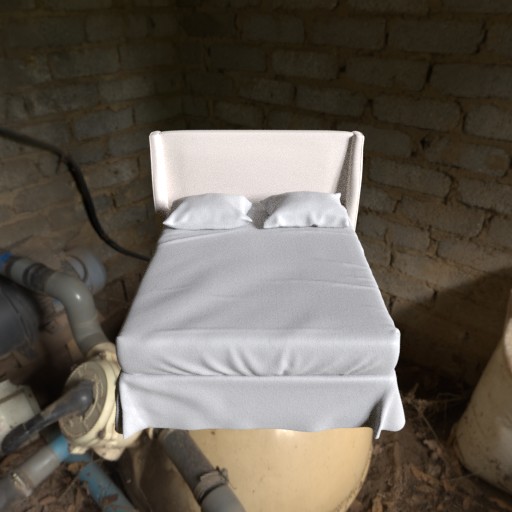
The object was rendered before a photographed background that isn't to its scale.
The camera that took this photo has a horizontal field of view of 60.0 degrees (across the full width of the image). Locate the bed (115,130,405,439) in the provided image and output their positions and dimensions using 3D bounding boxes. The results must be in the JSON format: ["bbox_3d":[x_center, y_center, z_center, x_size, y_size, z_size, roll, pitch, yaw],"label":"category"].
[{"bbox_3d":[0.000,0.000,3.371,1.925,1.332,2.276,0,31,0],"label":"bed"}]
